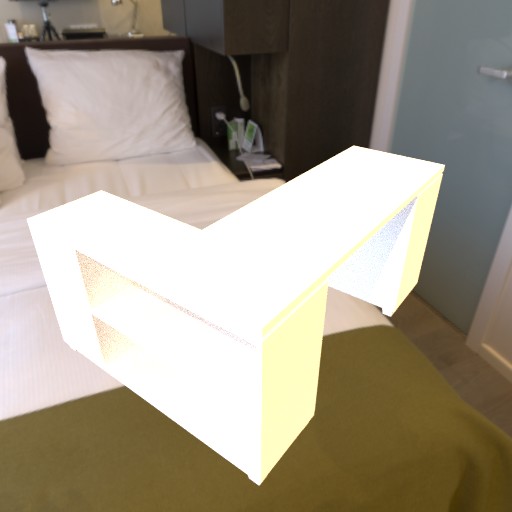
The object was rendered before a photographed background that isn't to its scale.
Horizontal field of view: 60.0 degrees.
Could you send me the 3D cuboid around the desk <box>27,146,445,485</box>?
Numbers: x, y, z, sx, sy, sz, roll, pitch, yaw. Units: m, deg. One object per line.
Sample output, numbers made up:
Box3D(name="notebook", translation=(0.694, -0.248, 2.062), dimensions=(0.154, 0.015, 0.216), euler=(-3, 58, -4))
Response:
Box3D(name="desk", translation=(0.000, 0.000, 2.197), dimensions=(1.199, 0.759, 1.524), euler=(22, 38, 31))
